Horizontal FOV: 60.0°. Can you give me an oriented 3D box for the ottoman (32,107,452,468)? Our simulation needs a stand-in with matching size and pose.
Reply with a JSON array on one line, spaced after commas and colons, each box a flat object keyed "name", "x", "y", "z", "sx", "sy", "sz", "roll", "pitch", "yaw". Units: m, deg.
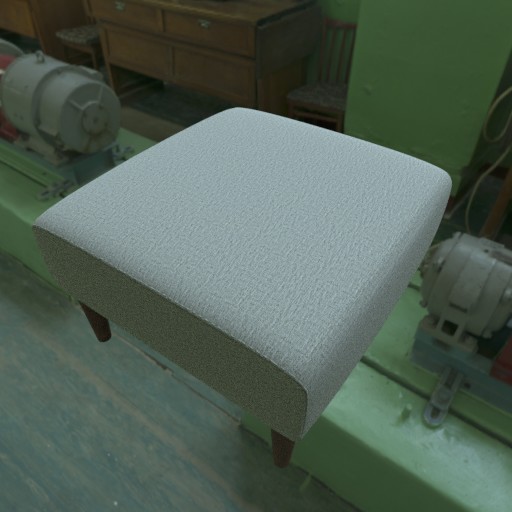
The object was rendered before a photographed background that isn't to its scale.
[{"name": "ottoman", "x": 0.000, "y": 0.000, "z": 1.011, "sx": 0.649, "sy": 0.398, "sz": 0.650, "roll": 25, "pitch": 48, "yaw": 26}]
